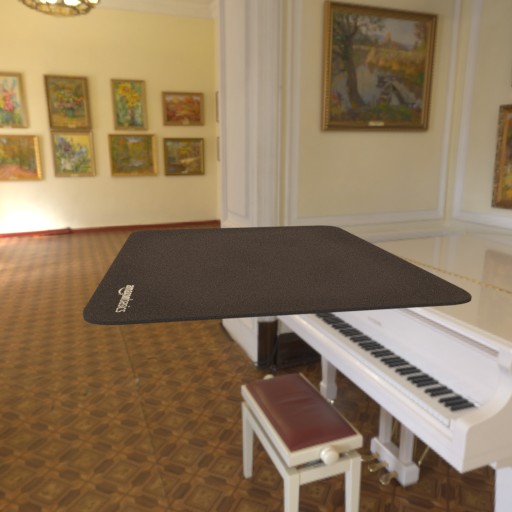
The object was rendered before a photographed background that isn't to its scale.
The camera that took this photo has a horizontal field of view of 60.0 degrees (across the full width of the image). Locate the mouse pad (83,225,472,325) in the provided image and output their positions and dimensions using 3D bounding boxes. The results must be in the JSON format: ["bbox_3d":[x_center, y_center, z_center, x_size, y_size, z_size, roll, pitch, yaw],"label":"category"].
[{"bbox_3d":[0.000,0.000,0.341,0.211,0.002,0.249,-2,14,-9],"label":"mouse pad"}]
